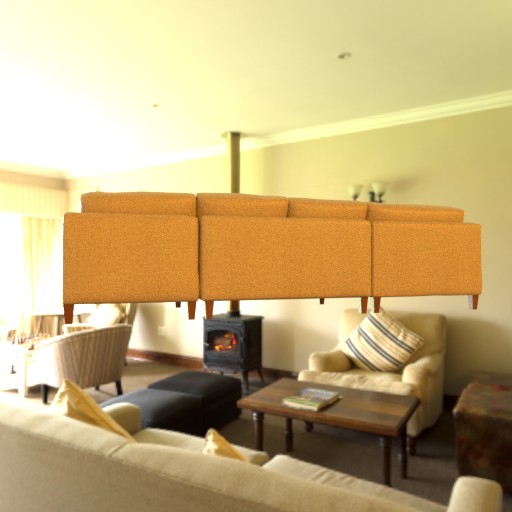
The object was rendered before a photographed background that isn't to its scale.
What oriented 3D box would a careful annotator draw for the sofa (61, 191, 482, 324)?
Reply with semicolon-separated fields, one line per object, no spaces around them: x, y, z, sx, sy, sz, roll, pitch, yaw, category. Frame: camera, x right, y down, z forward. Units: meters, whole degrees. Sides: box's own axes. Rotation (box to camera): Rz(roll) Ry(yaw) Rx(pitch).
0.000;0.000;4.636;3.460;0.961;2.594;0;-1;-16;sofa
